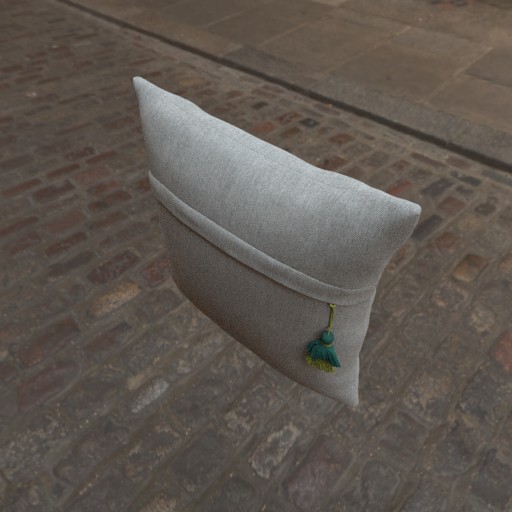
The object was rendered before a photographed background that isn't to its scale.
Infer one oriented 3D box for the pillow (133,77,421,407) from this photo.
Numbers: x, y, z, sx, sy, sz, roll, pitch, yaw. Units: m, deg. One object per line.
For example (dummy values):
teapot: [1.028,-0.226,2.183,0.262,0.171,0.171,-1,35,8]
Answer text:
pillow: [0.000,0.000,0.675,0.433,0.436,0.173,32,54,27]
